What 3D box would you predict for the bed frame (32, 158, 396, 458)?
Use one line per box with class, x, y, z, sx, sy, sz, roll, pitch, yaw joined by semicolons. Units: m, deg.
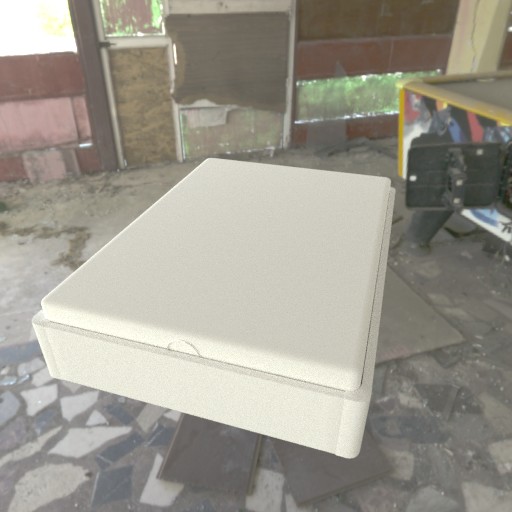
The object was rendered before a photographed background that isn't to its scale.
bed frame;0.000;0.000;2.491;1.400;0.406;1.900;10;33;15
